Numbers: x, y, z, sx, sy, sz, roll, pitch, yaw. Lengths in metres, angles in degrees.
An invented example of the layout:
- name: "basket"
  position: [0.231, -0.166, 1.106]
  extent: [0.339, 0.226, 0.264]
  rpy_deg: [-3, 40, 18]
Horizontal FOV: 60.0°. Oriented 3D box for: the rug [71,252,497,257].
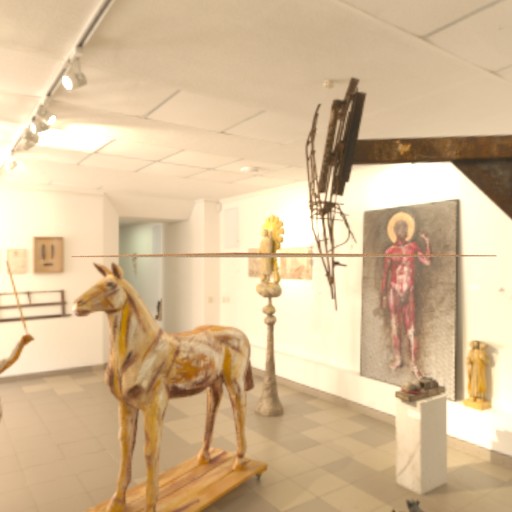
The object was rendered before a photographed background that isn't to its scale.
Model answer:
- name: "rug"
  position: [0.000, 0.000, 3.985]
  extent: [2.438, 0.014, 3.048]
  rpy_deg: [0, -1, -36]
